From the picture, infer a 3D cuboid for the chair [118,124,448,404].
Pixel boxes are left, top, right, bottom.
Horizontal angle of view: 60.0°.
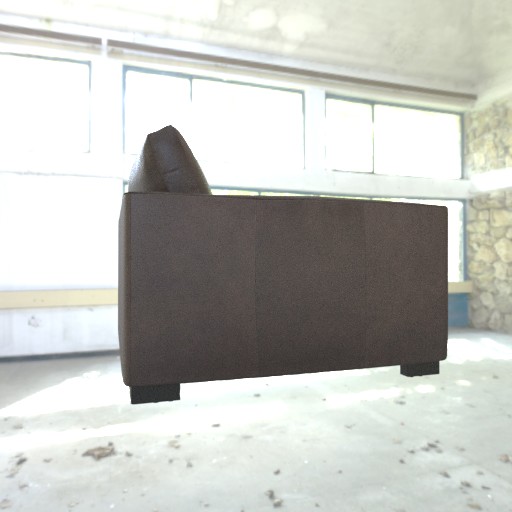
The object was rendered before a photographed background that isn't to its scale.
[{"bbox_3d":[0.000,0.000,1.818,1.069,0.812,1.100,0,-1,-18],"label":"chair"}]
